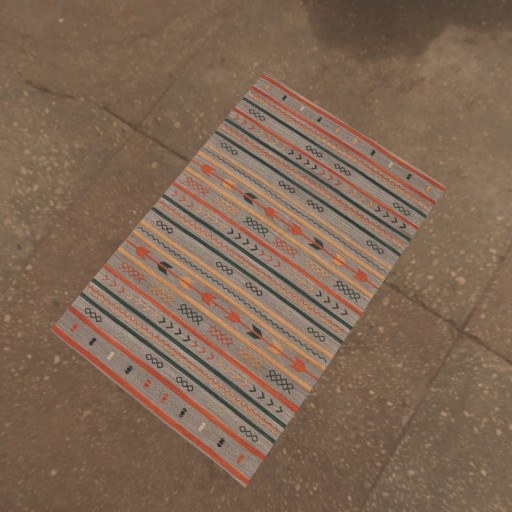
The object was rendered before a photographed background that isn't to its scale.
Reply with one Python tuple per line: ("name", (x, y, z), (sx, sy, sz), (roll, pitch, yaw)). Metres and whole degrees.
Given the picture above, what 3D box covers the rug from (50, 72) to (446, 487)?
("rug", (0.000, 0.000, 2.304), (1.220, 0.017, 1.835), (35, 79, 8))
